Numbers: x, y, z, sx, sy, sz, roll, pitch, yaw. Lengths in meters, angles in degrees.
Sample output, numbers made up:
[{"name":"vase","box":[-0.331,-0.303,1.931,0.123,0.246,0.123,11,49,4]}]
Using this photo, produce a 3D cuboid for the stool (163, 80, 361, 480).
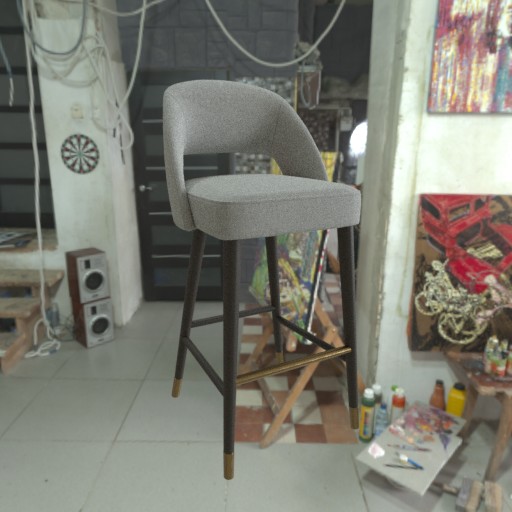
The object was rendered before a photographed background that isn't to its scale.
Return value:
[{"name":"stool","box":[0.000,0.000,1.333,0.494,1.037,0.509,-8,17,-28]}]
